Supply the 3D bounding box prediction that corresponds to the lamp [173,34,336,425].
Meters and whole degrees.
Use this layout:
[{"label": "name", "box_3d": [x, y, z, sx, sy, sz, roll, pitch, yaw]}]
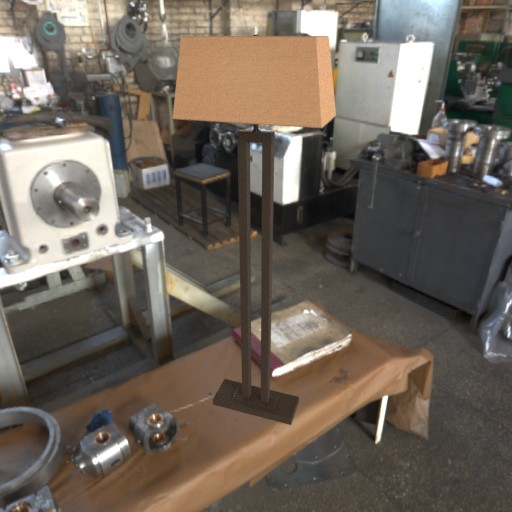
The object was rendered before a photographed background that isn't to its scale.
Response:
[{"label": "lamp", "box_3d": [0.000, 0.000, 1.644, 0.475, 1.469, 0.233, 9, 28, 17]}]
